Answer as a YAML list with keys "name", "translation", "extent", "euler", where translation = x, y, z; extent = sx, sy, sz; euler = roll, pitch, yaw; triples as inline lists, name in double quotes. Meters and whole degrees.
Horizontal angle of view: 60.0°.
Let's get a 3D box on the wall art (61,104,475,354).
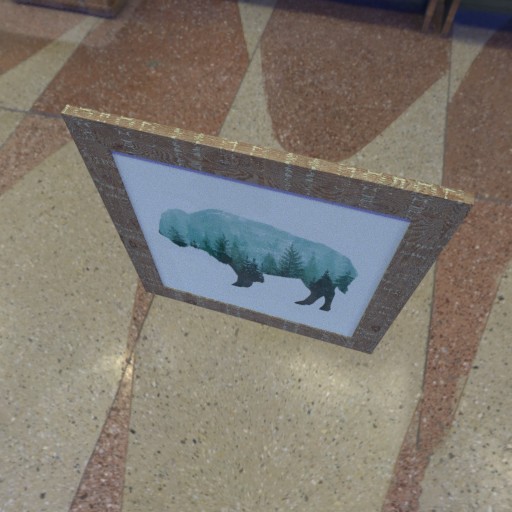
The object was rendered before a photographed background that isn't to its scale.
- name: "wall art"
  translation: [0.000, 0.000, 0.560]
  extent: [0.380, 0.380, 0.022]
  euler: [14, 60, 8]
